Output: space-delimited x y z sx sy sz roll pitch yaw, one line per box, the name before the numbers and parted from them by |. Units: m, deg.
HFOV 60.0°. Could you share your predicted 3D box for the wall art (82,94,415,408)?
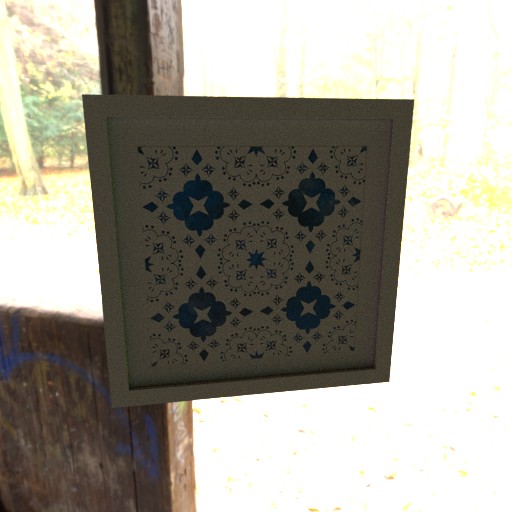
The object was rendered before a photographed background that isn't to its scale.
wall art | 0.000 0.000 0.526 0.355 0.355 0.027 -2 15 -9
